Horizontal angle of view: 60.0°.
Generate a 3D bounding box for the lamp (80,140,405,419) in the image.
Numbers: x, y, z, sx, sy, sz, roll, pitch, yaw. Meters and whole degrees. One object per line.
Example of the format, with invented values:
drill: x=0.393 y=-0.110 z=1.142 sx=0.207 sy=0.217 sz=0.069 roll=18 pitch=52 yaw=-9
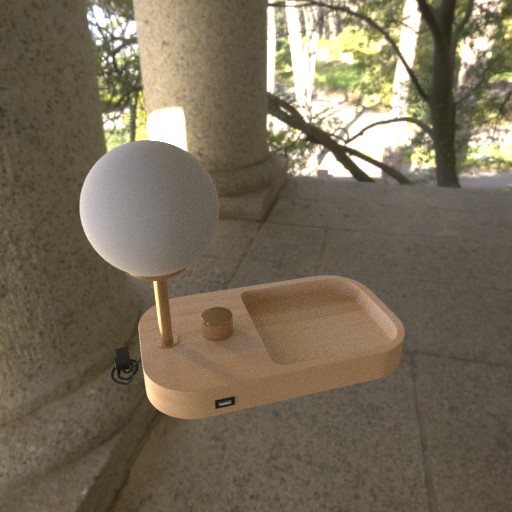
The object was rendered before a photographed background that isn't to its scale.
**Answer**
lamp: x=0.000 y=0.000 z=0.468 sx=0.331 sy=0.253 sz=0.173 roll=-8 pitch=28 yaw=-15
